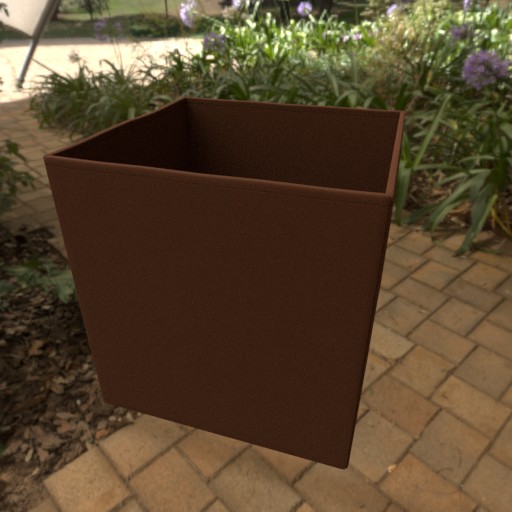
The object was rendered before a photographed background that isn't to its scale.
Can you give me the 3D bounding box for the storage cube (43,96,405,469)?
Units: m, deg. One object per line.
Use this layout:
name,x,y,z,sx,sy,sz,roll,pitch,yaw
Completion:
storage cube,0.000,0.000,0.488,0.270,0.280,0.270,9,32,15
